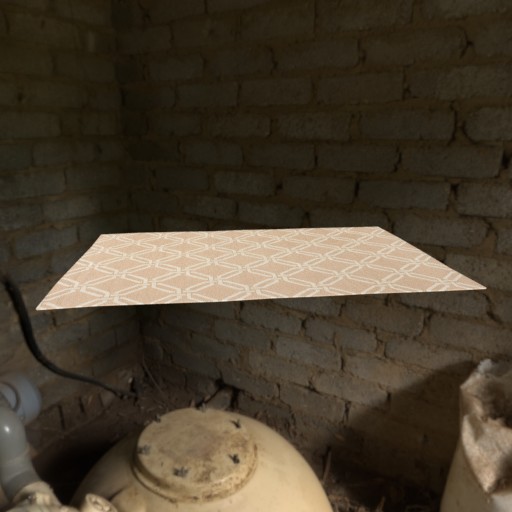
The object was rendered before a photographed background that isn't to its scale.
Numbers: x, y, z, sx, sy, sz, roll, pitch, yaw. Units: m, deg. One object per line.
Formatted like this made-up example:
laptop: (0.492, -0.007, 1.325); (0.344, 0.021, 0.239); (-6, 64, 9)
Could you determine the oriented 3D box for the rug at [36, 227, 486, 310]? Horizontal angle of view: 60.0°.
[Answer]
rug: (0.000, 0.000, 2.223); (1.745, 0.010, 1.146); (-2, 17, -7)
